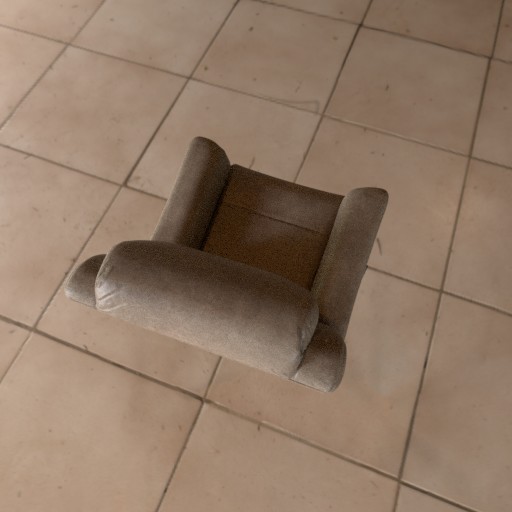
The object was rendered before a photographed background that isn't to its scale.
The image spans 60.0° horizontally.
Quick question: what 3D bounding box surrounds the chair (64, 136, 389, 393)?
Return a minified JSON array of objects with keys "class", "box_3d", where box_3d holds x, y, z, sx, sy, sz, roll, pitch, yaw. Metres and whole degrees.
[{"class":"chair","box_3d":[0.000,0.000,1.880,0.967,1.116,1.068,18,65,9]}]
